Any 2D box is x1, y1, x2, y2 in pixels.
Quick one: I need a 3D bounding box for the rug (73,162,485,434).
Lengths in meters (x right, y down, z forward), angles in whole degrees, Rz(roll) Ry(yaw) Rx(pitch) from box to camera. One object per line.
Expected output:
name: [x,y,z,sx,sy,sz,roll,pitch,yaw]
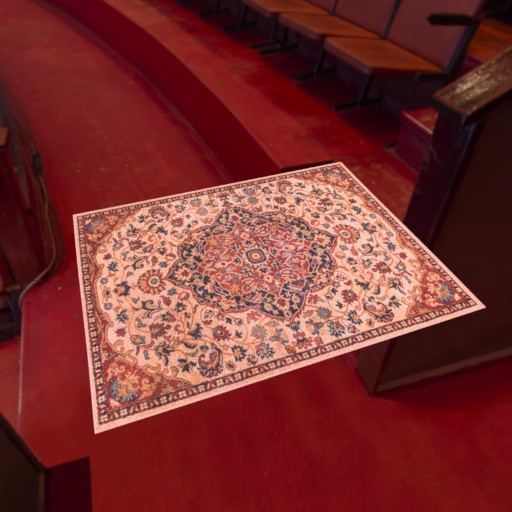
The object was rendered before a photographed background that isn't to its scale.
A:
rug: [0.000,0.000,4.041,3.067,0.005,2.454,-14,44,-15]
